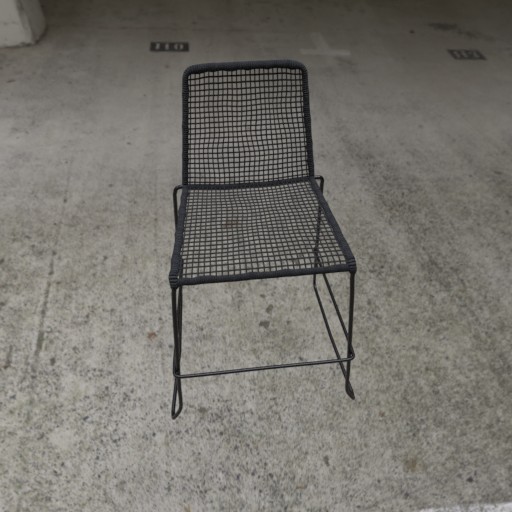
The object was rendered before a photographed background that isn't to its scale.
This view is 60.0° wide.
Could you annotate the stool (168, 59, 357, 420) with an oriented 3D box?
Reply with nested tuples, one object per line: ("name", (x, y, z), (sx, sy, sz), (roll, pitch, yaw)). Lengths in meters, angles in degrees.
("stool", (0.000, 0.000, 1.256), (0.590, 0.905, 0.509), (-5, 46, -5))
